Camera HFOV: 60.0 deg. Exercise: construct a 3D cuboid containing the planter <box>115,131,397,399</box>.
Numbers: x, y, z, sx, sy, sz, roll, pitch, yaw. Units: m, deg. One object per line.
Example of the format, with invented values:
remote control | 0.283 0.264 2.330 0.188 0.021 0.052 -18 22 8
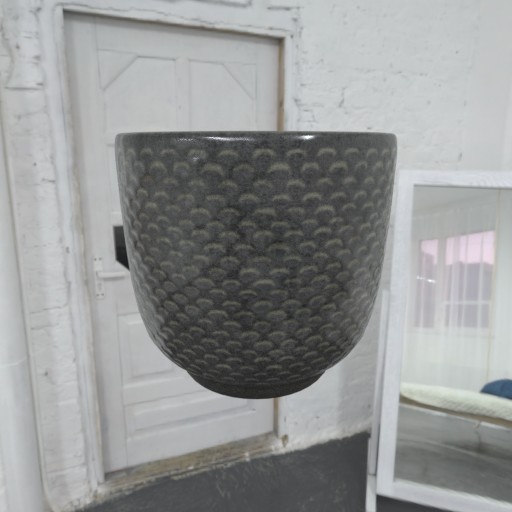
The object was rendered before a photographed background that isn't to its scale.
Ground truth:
planter | 0.000 0.000 0.243 0.140 0.129 0.140 0 15 0
